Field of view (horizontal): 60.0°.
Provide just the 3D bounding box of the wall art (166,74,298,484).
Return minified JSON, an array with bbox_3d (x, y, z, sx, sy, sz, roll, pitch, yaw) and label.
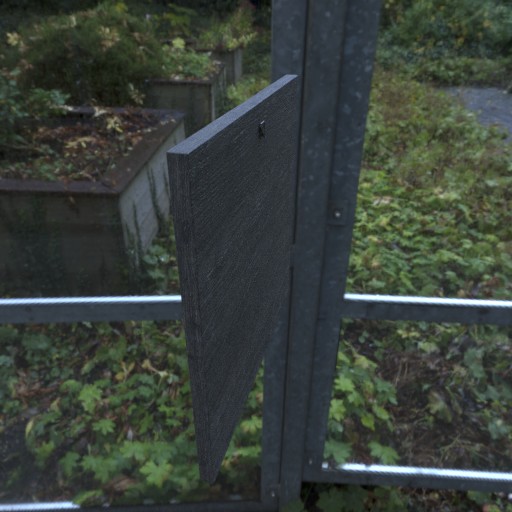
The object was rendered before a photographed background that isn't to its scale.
[{"bbox_3d":[0.000,0.000,0.682,0.027,0.459,0.462,8,31,14],"label":"wall art"}]
